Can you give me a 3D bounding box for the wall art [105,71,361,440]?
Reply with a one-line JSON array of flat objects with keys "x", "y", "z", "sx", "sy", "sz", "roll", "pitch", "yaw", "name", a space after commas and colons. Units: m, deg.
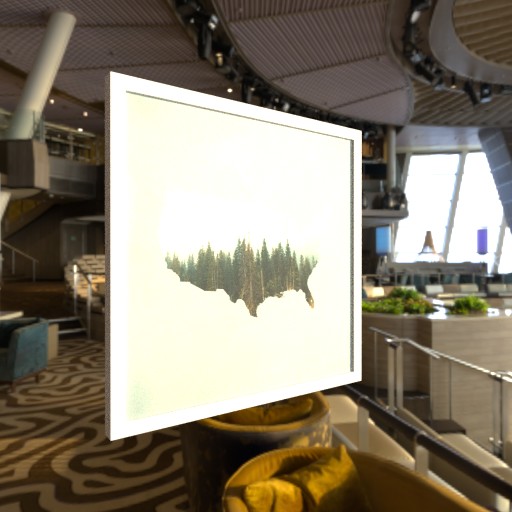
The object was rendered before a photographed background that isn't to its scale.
[{"x": 0.000, "y": 0.000, "z": 1.150, "sx": 0.762, "sy": 0.762, "sz": 0.038, "roll": 0, "pitch": 0, "yaw": -35, "name": "wall art"}]
